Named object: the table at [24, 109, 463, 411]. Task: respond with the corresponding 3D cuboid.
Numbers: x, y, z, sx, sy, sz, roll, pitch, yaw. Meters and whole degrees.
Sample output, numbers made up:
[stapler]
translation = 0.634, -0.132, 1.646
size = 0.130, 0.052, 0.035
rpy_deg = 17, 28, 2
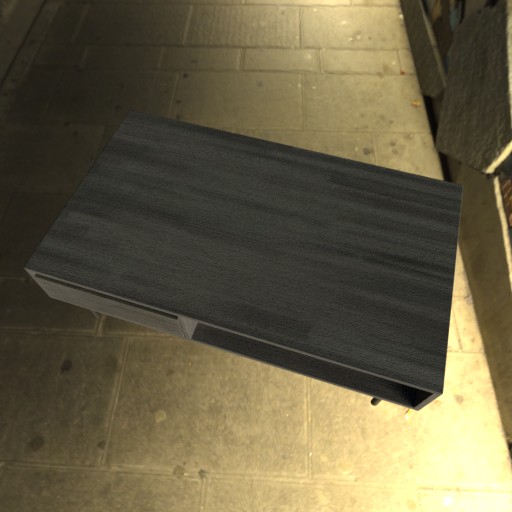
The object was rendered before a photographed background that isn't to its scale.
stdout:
[table]
translation = 0.000, 0.000, 1.389
size = 1.088, 0.347, 0.643
rpy_deg = 15, 60, 9
